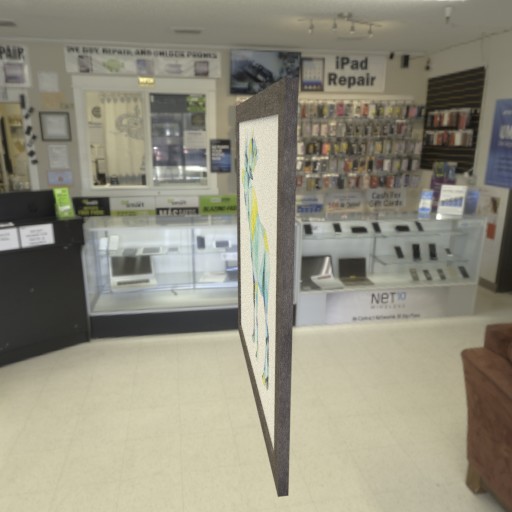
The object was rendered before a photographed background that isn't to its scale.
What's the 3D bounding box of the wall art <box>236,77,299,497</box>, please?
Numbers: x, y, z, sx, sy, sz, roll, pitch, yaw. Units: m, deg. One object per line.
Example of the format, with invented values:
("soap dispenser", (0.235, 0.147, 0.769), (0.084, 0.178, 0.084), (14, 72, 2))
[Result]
("wall art", (0.000, 0.000, 0.675), (0.013, 0.457, 0.457), (-2, 16, -8))
